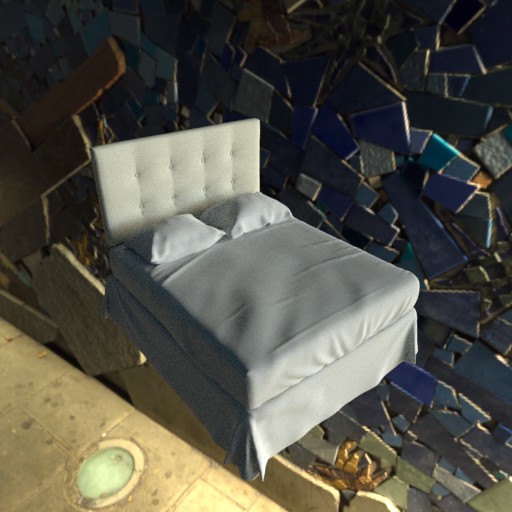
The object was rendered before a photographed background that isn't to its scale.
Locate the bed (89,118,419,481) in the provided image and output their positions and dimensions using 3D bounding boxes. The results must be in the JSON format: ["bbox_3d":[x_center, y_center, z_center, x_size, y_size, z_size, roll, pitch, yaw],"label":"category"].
[{"bbox_3d":[0.000,0.000,3.497,1.936,1.577,2.222,-22,36,-33],"label":"bed"}]
